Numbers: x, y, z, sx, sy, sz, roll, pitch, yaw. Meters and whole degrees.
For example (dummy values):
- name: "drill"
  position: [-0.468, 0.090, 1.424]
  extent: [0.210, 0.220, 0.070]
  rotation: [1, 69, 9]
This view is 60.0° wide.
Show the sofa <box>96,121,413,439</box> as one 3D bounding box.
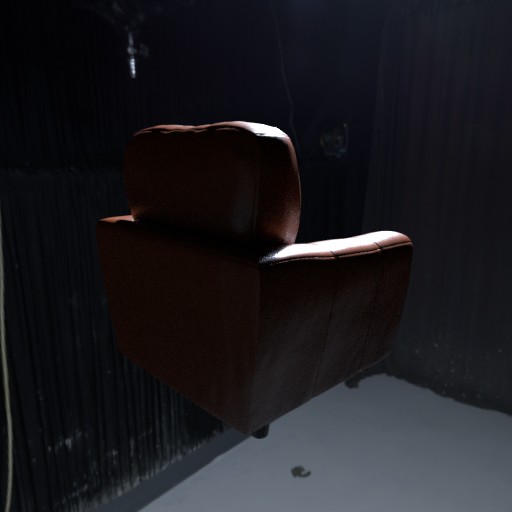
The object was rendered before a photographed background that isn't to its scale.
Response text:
- name: "sofa"
  position: [0.000, 0.000, 1.554]
  extent: [0.789, 0.876, 0.836]
  rotation: [-13, 19, -43]
